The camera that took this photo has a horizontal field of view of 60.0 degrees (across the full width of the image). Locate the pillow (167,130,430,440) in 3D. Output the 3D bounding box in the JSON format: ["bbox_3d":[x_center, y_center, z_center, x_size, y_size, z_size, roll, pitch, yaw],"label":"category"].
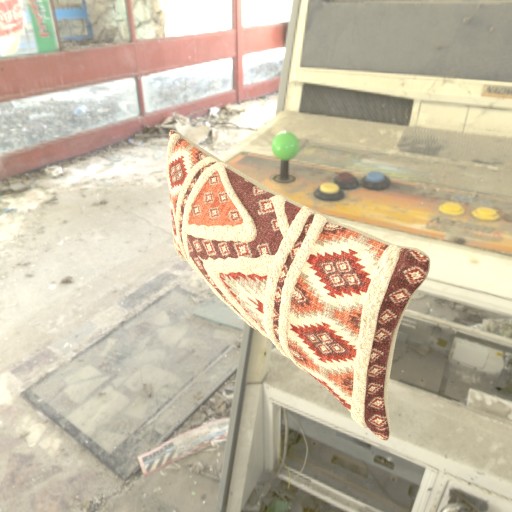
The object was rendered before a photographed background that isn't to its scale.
[{"bbox_3d":[0.000,0.000,0.736,0.161,0.295,0.608,-20,37,-29],"label":"pillow"}]
